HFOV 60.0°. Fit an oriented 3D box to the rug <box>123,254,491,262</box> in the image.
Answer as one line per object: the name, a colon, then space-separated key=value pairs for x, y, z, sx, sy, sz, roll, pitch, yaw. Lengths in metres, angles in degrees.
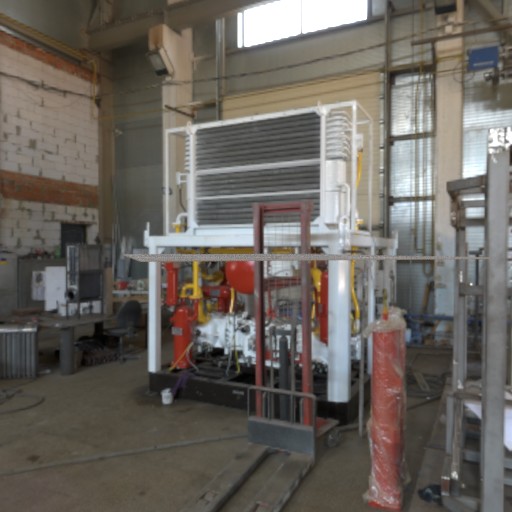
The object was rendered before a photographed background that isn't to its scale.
rug: x=0.000 y=0.000 z=2.892 sx=1.600 sy=0.008 sz=2.235 roll=0 pitch=1 yaw=-18
